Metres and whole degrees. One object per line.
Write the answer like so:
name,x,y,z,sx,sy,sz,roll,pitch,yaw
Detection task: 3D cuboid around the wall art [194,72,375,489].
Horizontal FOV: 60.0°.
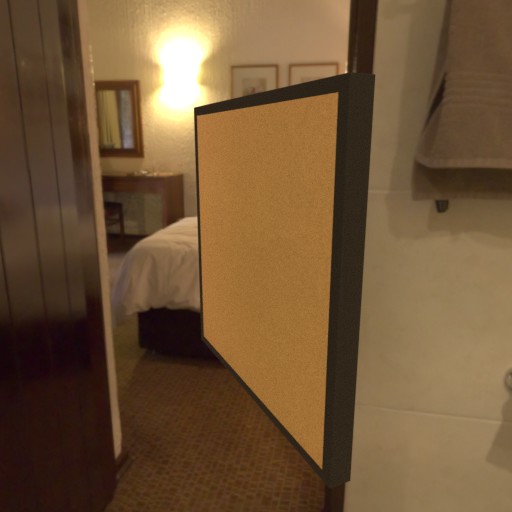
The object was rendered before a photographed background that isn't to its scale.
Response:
wall art,0.000,0.000,0.744,0.033,0.507,0.508,-7,16,-25
